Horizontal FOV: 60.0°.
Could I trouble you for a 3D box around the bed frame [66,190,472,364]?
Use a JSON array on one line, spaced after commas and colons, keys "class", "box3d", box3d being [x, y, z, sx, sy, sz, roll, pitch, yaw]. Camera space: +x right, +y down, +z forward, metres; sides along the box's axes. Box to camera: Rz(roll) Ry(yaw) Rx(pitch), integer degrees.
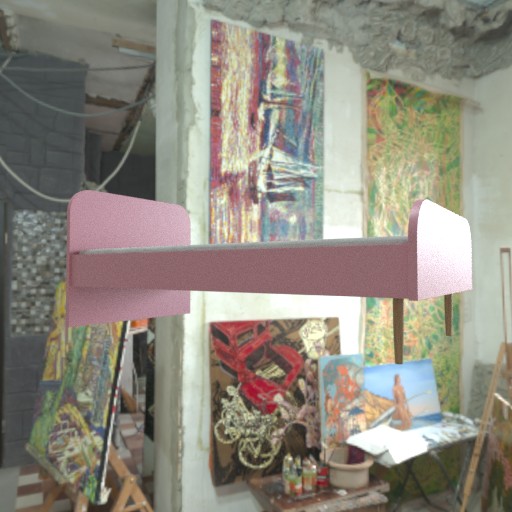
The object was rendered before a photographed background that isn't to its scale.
[{"class": "bed frame", "box3d": [0.000, 0.000, 2.396, 1.963, 0.805, 0.998, -1, -2, 35]}]
